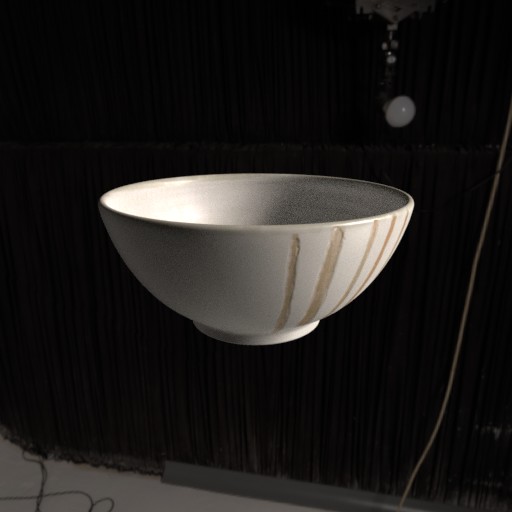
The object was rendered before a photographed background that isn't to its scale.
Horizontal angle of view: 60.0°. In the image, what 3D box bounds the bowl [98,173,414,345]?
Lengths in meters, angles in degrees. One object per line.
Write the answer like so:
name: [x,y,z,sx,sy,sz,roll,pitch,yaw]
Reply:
bowl: [0.000,0.000,0.414,0.268,0.121,0.268,0,17,0]
